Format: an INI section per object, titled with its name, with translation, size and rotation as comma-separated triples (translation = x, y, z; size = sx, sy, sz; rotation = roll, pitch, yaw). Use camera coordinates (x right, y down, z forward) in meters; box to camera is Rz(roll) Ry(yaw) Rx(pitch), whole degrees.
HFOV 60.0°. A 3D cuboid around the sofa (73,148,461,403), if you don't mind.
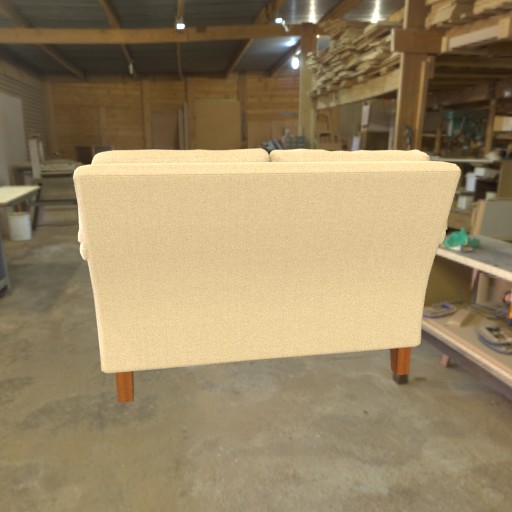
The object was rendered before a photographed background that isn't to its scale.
[sofa]
translation = 0.000, 0.000, 2.208
size = 1.508, 1.048, 1.087
rotation = -3, 15, -10
